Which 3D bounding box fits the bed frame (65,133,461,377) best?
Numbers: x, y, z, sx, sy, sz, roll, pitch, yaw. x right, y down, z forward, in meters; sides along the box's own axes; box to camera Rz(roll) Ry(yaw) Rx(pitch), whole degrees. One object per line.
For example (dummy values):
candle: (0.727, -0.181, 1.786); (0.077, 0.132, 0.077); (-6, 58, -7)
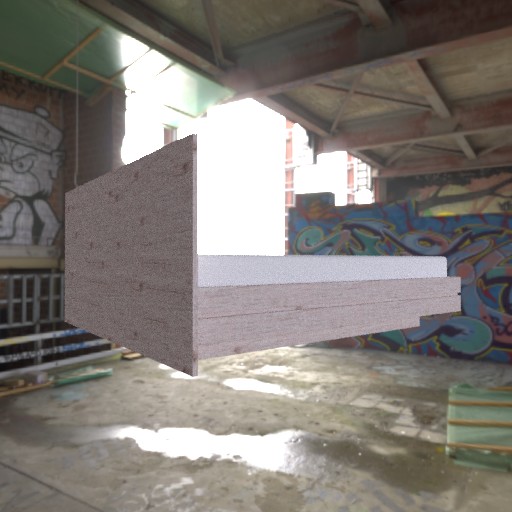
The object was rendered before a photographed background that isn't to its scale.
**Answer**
bed frame: (0.000, 0.000, 3.133); (2.080, 0.970, 1.950); (0, -1, -37)
